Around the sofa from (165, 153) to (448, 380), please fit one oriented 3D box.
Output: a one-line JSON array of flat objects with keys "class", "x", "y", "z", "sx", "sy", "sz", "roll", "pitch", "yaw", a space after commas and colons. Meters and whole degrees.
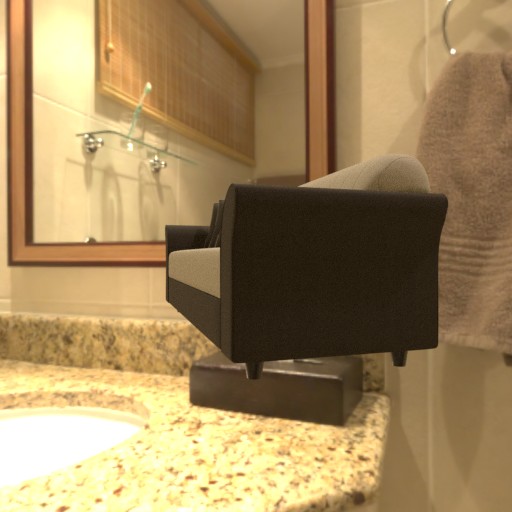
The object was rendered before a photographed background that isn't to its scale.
[{"class": "sofa", "x": 0.000, "y": 0.000, "z": 2.350, "sx": 0.755, "sy": 0.787, "sz": 2.001, "roll": 0, "pitch": 0, "yaw": -17}]
